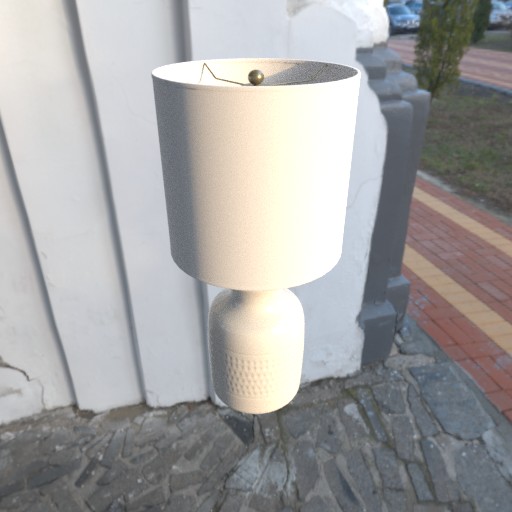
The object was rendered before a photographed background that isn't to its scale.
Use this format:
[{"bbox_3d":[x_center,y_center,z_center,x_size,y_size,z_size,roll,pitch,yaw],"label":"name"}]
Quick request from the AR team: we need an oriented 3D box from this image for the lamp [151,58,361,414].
[{"bbox_3d":[0.000,0.000,0.502,0.188,0.392,0.188,1,30,1],"label":"lamp"}]
